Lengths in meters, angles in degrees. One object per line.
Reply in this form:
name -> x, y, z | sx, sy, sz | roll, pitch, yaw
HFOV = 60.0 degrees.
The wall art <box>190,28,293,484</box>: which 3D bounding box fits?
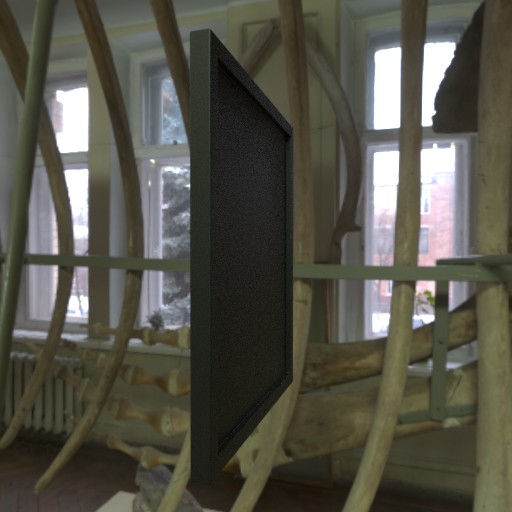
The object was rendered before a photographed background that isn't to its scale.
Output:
wall art -> 0.000, 0.000, 0.764 | 0.028, 0.559, 0.457 | 0, 1, 18
